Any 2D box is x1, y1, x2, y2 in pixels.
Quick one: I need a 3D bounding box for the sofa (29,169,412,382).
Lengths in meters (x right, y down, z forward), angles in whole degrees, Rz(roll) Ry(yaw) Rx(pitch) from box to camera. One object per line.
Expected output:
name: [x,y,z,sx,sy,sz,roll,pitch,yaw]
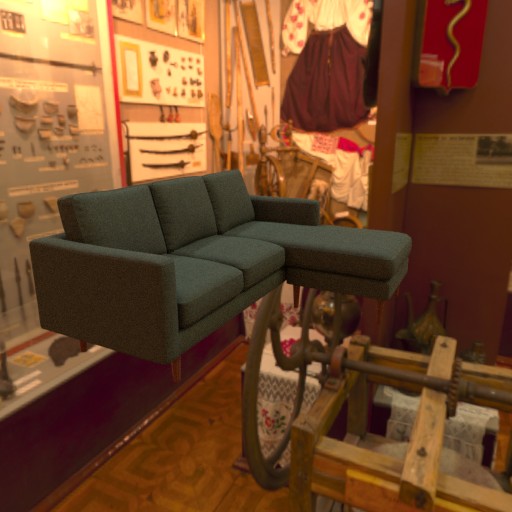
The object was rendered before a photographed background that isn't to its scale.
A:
sofa: [0.000,0.000,2.916,1.667,0.957,2.055,8,18,27]
